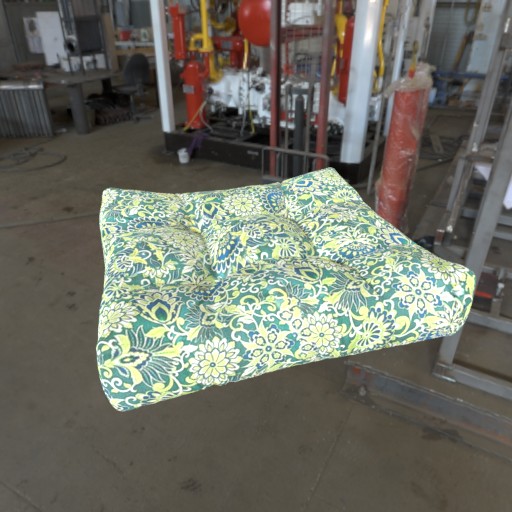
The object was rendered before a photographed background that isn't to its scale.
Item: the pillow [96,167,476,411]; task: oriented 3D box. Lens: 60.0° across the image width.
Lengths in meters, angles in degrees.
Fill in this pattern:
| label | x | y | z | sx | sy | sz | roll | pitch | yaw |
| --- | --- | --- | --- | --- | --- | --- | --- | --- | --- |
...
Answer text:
| label | x | y | z | sx | sy | sz | roll | pitch | yaw |
| --- | --- | --- | --- | --- | --- | --- | --- | --- | --- |
| pillow | 0.000 | 0.000 | 0.726 | 0.490 | 0.128 | 0.468 | -9 | 32 | -14 |
